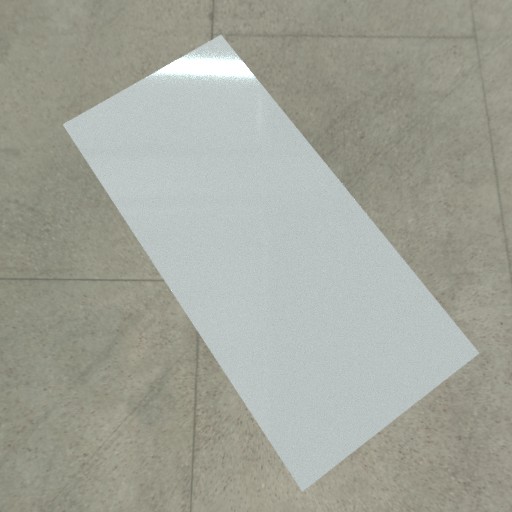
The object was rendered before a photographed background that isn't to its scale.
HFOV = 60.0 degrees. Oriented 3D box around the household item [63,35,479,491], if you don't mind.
[{"bbox_3d":[0.000,0.000,2.097,0.800,0.745,1.700,-34,77,-9],"label":"household item"}]
